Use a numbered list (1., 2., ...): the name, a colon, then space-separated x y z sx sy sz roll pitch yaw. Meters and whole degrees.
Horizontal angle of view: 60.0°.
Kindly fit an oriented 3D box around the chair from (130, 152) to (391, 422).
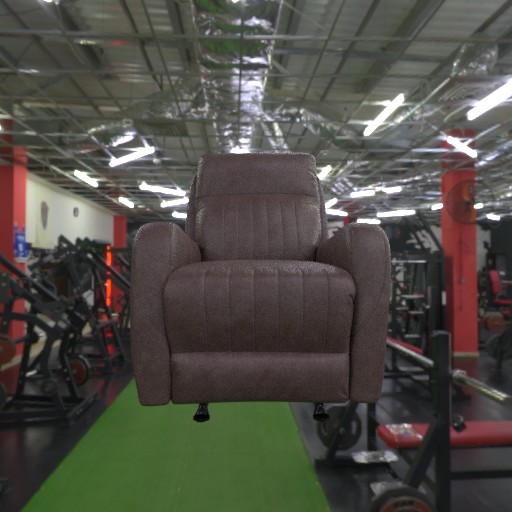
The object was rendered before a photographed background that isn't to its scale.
1. chair: 0.000 0.000 1.867 0.865 1.067 1.067 0 -1 -1
